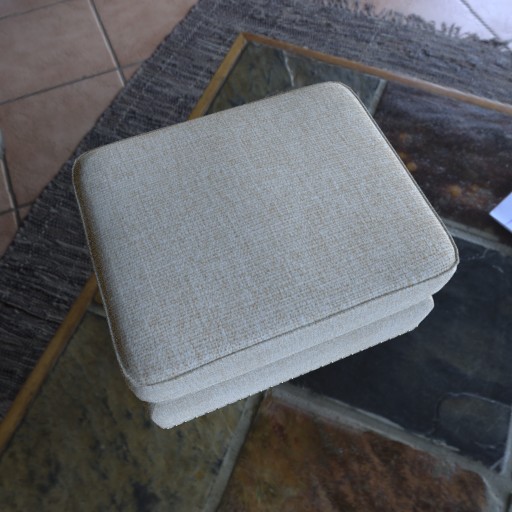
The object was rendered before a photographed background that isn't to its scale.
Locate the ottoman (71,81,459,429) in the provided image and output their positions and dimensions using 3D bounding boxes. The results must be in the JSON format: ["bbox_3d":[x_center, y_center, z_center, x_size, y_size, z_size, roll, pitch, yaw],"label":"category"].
[{"bbox_3d":[0.000,0.000,1.128,0.738,0.537,0.589,-19,65,-9],"label":"ottoman"}]
